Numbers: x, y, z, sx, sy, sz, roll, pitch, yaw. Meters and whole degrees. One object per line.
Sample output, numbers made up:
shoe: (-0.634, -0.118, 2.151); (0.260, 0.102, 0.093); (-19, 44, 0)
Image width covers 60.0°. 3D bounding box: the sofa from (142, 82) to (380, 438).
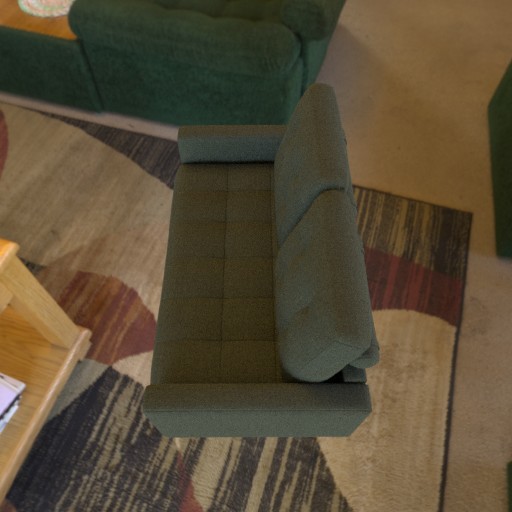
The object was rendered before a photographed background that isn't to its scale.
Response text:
sofa: (0.000, 0.000, 1.954); (0.842, 0.907, 1.407); (0, 58, 0)
